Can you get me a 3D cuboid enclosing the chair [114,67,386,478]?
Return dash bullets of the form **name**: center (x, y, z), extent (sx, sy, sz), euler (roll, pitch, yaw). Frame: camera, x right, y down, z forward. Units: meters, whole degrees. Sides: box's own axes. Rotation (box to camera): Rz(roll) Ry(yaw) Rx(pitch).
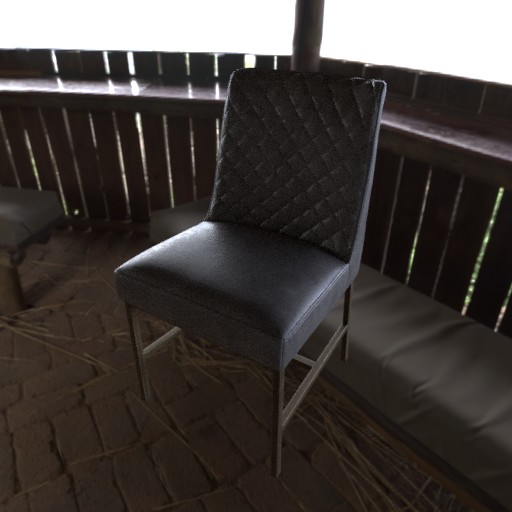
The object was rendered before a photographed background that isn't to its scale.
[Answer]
- **chair**: center (0.000, 0.000, 1.216), extent (0.508, 0.889, 0.587), euler (18, 34, 29)
